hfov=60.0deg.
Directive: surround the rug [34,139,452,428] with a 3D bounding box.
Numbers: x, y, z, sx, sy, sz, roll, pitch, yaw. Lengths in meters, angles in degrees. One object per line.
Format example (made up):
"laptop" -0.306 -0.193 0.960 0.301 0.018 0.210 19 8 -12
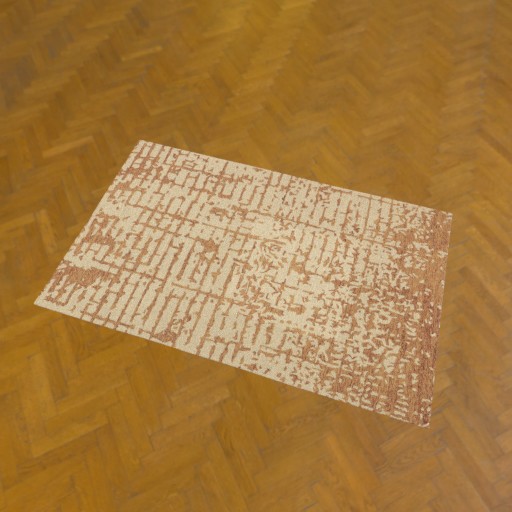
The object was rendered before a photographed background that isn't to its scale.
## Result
"rug" 0.000 0.000 2.954 2.435 0.011 1.517 15 59 9
